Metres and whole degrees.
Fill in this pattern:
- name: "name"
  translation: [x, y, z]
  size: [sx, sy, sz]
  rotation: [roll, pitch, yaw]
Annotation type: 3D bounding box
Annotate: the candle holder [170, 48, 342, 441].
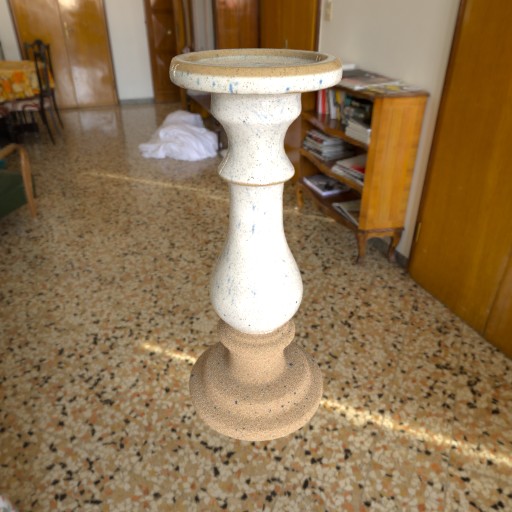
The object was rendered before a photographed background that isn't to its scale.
- name: "candle holder"
  translation: [0.000, 0.000, 0.246]
  size: [0.088, 0.203, 0.088]
  rotation: [0, 30, 0]
